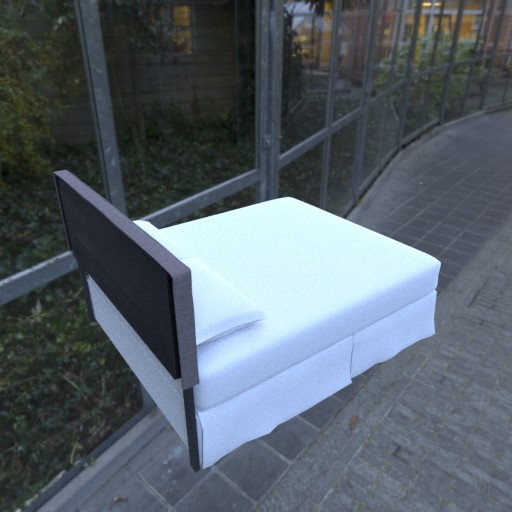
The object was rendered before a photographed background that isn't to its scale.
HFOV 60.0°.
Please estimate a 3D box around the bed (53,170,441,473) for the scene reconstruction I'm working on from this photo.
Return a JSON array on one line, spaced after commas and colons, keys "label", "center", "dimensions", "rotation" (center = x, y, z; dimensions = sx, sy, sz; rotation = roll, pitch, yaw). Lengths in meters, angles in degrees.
[{"label": "bed", "center": [0.000, 0.000, 2.842], "dimensions": [1.894, 1.089, 1.610], "rotation": [-19, 33, -32]}]
